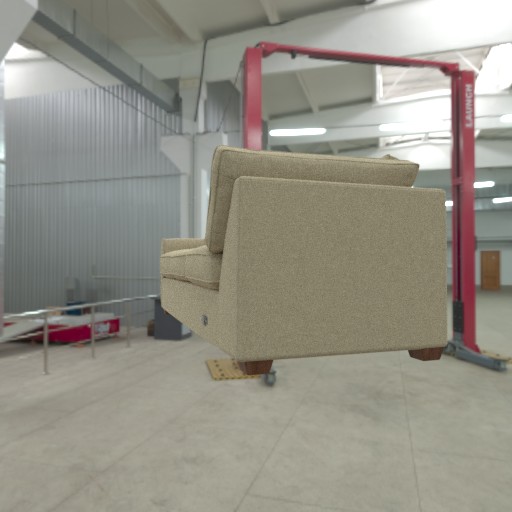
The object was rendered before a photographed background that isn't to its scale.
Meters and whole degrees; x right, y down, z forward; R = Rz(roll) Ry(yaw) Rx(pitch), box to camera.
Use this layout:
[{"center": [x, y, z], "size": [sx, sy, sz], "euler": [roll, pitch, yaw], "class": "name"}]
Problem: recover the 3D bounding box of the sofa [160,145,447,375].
[{"center": [0.000, 0.000, 2.908], "size": [1.061, 0.962, 2.317], "euler": [0, -1, -19], "class": "sofa"}]
